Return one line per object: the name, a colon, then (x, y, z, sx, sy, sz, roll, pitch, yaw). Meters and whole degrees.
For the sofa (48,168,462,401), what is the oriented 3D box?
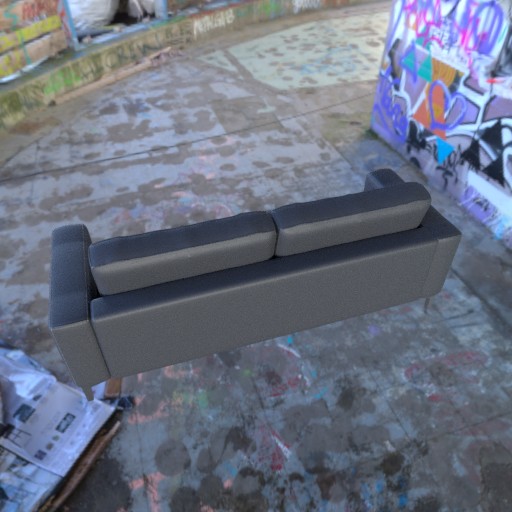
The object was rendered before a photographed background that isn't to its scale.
sofa: (0.000, 0.000, 2.679, 2.275, 0.893, 0.833, -12, 42, -14)
